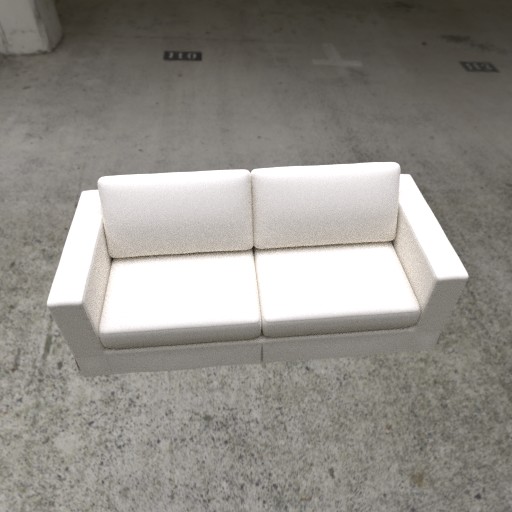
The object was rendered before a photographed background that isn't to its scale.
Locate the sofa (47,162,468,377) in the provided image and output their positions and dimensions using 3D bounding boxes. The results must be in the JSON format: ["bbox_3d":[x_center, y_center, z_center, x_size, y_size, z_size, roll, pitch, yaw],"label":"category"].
[{"bbox_3d":[0.000,0.000,2.688,2.163,0.881,0.954,-4,45,-4],"label":"sofa"}]
